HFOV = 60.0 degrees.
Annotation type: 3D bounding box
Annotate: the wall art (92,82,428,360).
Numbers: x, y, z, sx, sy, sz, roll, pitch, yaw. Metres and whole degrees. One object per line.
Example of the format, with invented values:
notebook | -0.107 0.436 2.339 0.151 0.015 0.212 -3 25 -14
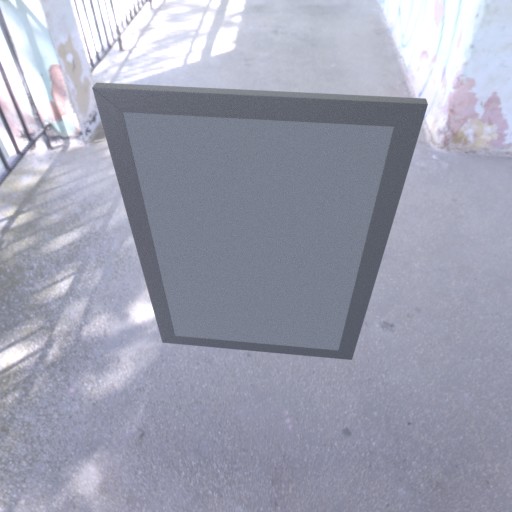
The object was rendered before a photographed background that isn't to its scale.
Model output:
wall art | 0.000 0.000 0.688 0.376 0.529 0.013 4 46 4
